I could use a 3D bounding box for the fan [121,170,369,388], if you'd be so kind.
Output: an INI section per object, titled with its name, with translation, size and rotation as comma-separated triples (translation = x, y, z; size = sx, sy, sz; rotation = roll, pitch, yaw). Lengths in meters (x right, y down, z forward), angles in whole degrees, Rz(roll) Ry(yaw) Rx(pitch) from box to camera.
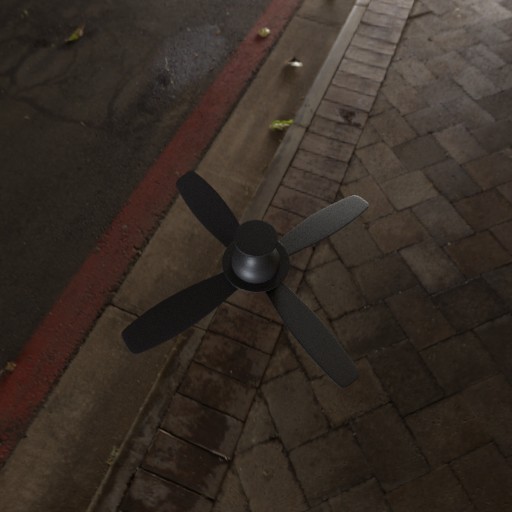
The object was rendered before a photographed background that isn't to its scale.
[fan]
translation = 0.000, 0.000, 2.519
size = 1.694, 0.382, 1.694
rotation = -31, 64, -17
